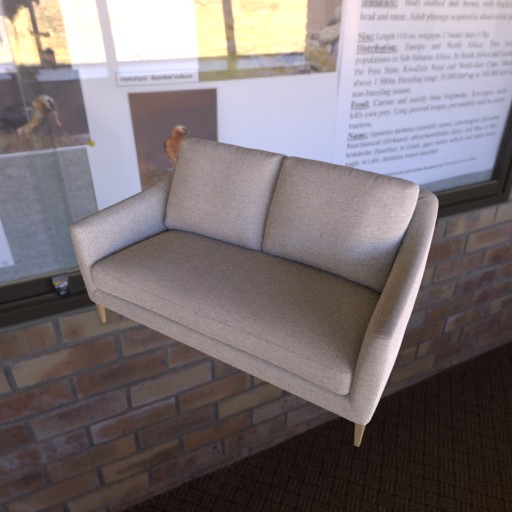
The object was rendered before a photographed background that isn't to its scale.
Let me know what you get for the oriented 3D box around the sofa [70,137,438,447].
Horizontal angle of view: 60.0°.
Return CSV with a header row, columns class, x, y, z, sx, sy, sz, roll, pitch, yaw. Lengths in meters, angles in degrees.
class,x,y,z,sx,sy,sz,roll,pitch,yaw
sofa,0.000,0.000,2.229,1.619,0.904,0.960,17,34,27
